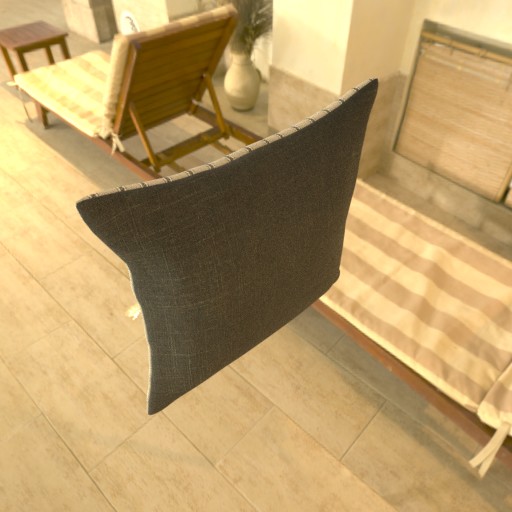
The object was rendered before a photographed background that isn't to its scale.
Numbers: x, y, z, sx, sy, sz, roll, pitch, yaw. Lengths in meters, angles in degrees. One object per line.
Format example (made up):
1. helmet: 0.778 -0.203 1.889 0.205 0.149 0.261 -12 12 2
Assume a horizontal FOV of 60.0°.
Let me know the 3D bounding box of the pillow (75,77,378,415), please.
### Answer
1. pillow: 0.000 0.000 0.686 0.468 0.444 0.138 -31 53 -28
